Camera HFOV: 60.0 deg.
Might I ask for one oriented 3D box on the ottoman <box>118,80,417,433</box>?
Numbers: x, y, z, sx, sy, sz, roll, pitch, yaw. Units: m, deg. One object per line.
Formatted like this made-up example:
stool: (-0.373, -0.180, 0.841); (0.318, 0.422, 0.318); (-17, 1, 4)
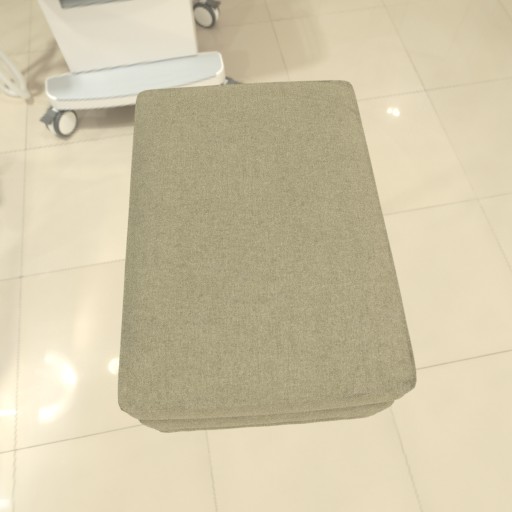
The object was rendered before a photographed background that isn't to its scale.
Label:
ottoman: (0.000, 0.000, 1.201); (0.611, 0.508, 0.848); (-4, 65, -2)
